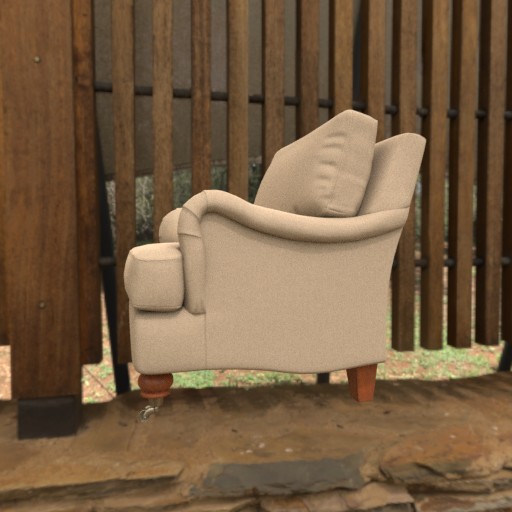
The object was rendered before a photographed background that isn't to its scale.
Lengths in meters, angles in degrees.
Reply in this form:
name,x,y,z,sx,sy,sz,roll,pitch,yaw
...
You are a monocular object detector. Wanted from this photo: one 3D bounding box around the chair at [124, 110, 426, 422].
name,x,y,z,sx,sy,sz,roll,pitch,yaw
chair,0.000,0.000,1.885,1.078,1.076,0.895,0,2,-17
